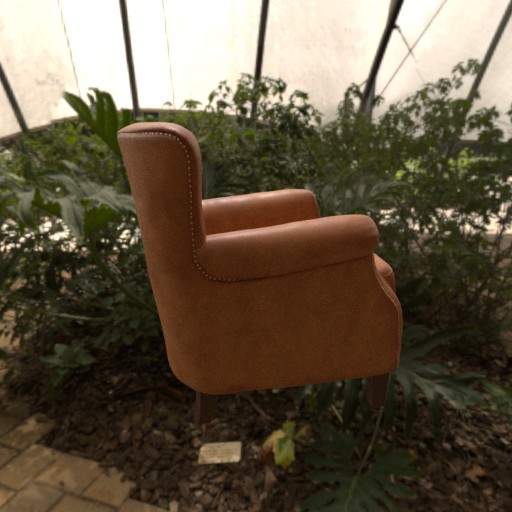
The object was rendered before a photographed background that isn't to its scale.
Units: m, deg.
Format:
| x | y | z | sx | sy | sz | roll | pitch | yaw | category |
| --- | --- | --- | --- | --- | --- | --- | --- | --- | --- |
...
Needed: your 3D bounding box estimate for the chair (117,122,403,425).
| x | y | z | sx | sy | sz | roll | pitch | yaw | category |
| --- | --- | --- | --- | --- | --- | --- | --- | --- | --- |
| 0.000 | 0.000 | 1.647 | 0.921 | 0.936 | 0.861 | -2 | 15 | -8 | chair |
